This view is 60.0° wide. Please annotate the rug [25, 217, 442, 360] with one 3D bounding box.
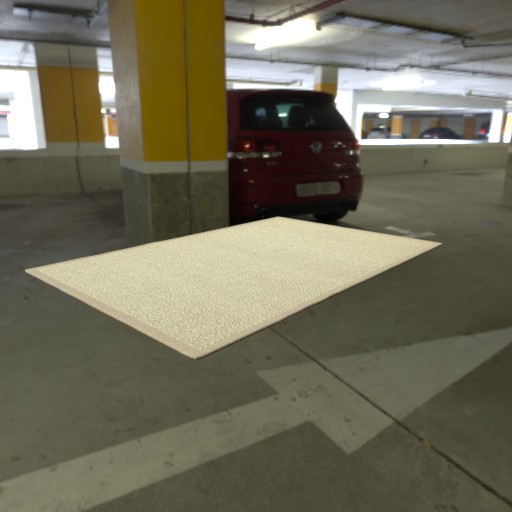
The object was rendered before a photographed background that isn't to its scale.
[{"bbox_3d":[0.000,0.000,2.870,1.540,0.021,2.290,14,21,41],"label":"rug"}]
